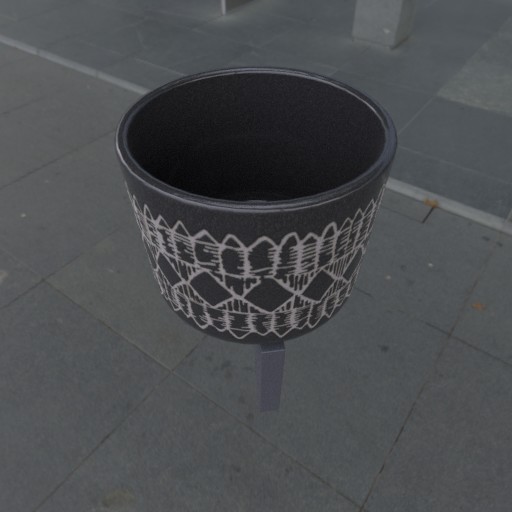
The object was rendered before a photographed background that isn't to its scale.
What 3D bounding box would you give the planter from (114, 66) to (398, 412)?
[{"bbox_3d":[0.000,0.000,0.268,0.129,0.177,0.129,0,45,0],"label":"planter"}]
